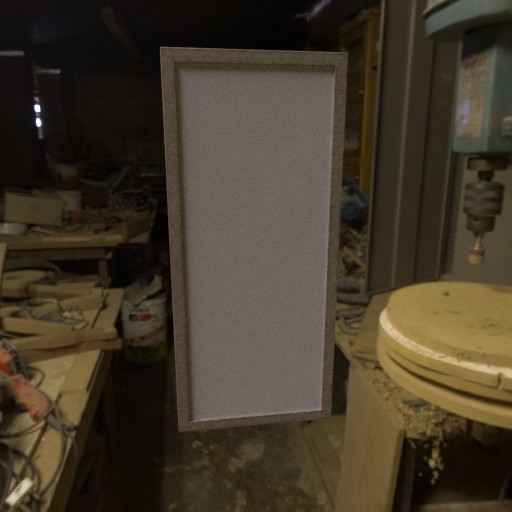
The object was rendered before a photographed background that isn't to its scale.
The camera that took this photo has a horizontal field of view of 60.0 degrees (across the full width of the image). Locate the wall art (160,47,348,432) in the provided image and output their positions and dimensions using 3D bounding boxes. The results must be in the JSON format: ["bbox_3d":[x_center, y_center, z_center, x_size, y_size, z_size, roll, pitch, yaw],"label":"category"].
[{"bbox_3d":[0.000,0.000,1.714,0.648,1.461,0.051,-2,14,-8],"label":"wall art"}]
